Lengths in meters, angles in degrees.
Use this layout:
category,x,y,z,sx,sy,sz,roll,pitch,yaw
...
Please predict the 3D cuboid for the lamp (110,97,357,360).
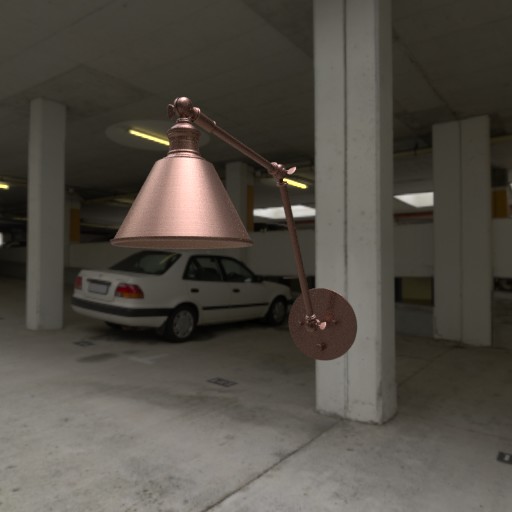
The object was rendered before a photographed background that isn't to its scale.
category,x,y,z,sx,sy,sz,roll,pitch,yaw
lamp,0.000,0.000,0.869,0.223,0.502,0.624,-1,-2,35
